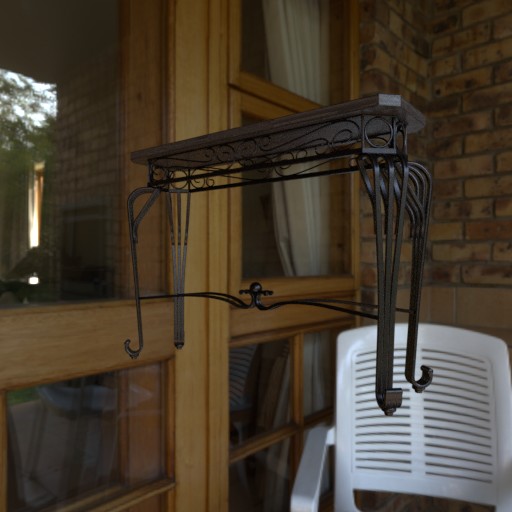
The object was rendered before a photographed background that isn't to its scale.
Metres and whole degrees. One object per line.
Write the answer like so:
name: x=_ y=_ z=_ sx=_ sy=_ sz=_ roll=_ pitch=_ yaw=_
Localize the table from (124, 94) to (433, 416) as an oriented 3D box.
table: x=0.000 y=0.000 z=1.517 sx=1.112 sy=0.800 sz=0.329 roll=0 pitch=0 yaw=38
